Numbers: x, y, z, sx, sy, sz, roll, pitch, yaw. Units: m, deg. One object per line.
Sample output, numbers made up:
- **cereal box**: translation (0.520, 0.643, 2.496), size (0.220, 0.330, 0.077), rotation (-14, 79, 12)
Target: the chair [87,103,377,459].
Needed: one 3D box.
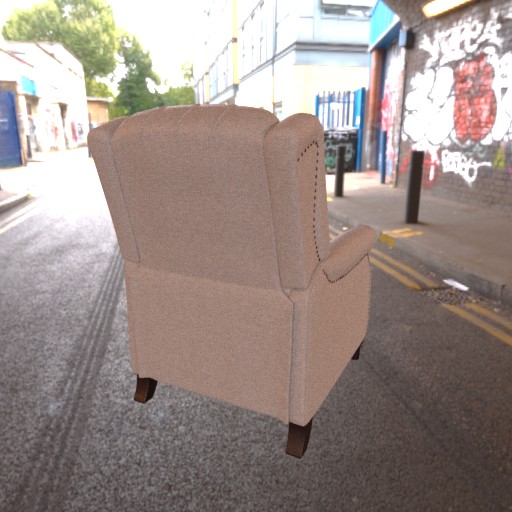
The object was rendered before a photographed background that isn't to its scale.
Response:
- **chair**: translation (0.000, 0.000, 1.645), size (0.742, 1.035, 0.902), rotation (8, 17, 26)
